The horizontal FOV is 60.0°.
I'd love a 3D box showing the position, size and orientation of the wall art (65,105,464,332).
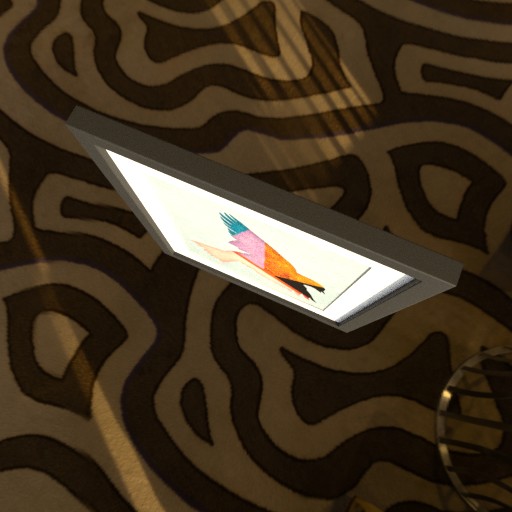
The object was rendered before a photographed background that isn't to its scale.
[{"bbox_3d":[0.000,0.000,0.746,0.457,0.558,0.028,23,77,6],"label":"wall art"}]
